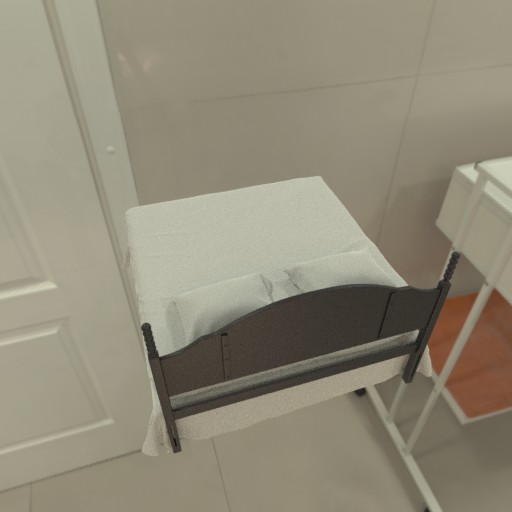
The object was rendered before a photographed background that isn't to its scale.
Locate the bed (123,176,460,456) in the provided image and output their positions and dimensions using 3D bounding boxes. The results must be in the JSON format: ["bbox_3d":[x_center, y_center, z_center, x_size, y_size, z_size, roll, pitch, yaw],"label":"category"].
[{"bbox_3d":[0.000,0.000,3.673,2.322,1.355,2.219,-12,43,-13],"label":"bed"}]
